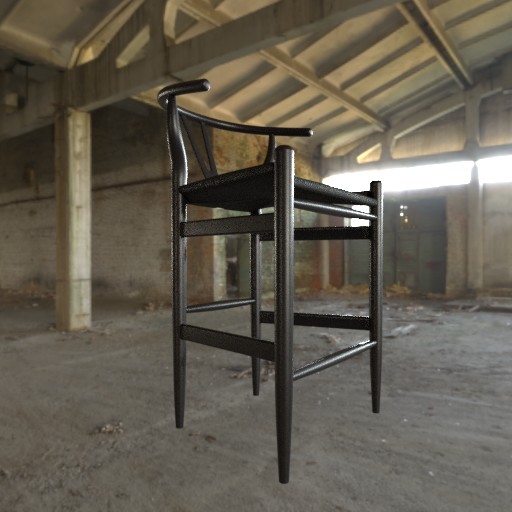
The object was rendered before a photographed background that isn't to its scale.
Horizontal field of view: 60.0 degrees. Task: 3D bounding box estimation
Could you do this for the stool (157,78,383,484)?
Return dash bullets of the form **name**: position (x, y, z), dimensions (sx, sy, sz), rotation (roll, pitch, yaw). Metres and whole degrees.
- **stool**: position (0.000, 0.000, 1.324), dimensions (0.579, 0.970, 0.569), rotation (0, 0, 36)
